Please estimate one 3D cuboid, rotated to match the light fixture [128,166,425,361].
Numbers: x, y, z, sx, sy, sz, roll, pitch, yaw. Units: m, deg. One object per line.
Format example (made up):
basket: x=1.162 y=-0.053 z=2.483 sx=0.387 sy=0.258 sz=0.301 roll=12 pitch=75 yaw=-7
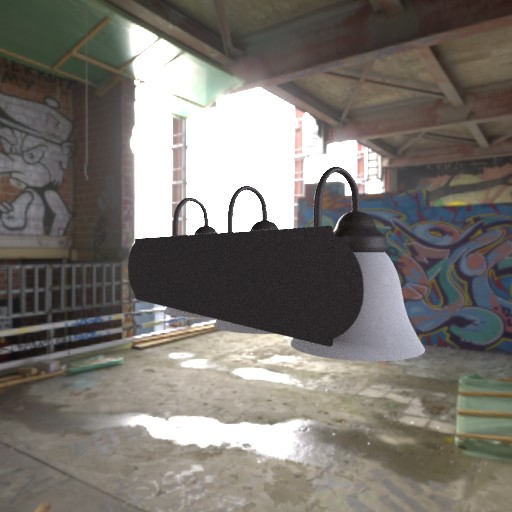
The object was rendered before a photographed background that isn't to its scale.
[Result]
light fixture: x=0.000 y=0.000 z=0.706 sx=0.199 sy=0.222 sz=0.610 roll=0 pitch=1 yaw=-36
